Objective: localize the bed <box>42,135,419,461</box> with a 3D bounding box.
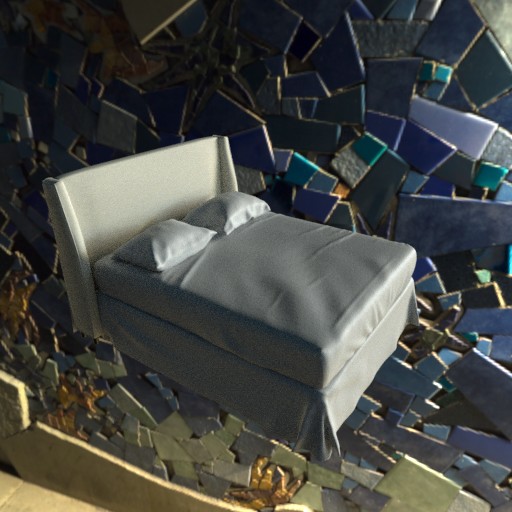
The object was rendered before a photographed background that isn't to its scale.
[{"bbox_3d":[0.000,0.000,3.430,2.276,1.332,1.925,17,31,30],"label":"bed"}]
